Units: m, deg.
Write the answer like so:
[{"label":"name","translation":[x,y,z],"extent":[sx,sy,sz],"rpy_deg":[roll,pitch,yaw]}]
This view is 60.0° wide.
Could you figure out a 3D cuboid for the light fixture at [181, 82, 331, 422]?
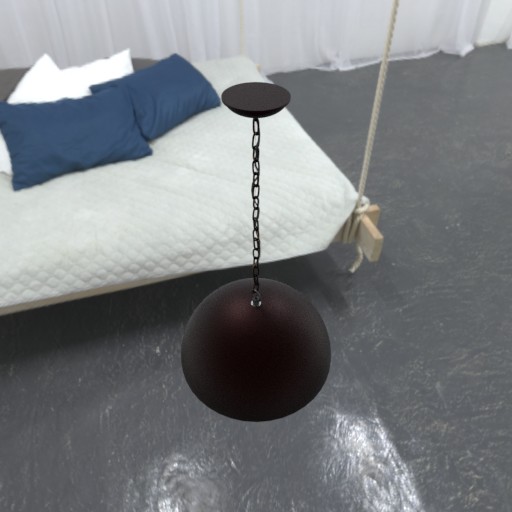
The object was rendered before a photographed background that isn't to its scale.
[{"label":"light fixture","translation":[0.000,0.000,1.178],"extent":[0.492,0.869,0.492],"rpy_deg":[-27,49,-26]}]
